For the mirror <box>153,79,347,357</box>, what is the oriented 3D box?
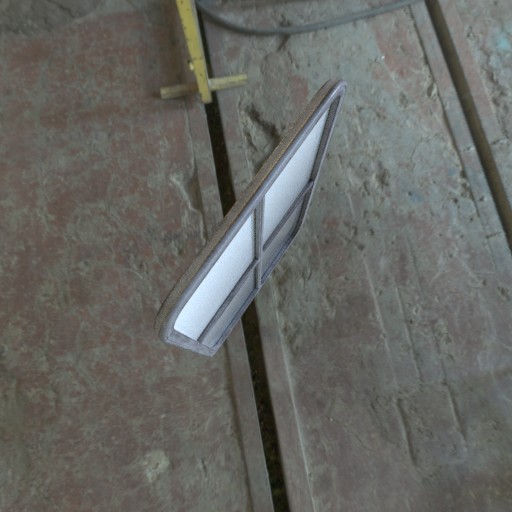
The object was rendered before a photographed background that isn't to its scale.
[{"bbox_3d":[0.000,0.000,0.920,0.024,0.713,0.461,33,78,8],"label":"mirror"}]
